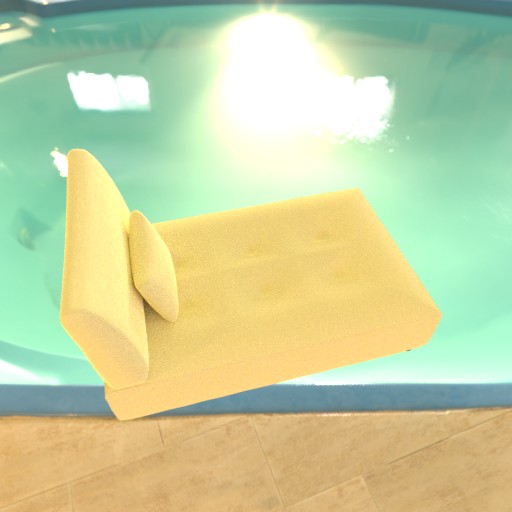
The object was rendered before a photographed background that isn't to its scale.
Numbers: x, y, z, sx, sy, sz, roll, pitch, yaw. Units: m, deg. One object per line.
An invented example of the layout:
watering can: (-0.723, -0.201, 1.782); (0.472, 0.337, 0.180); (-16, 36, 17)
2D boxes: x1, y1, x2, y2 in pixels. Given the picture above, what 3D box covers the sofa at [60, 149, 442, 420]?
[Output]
sofa: (0.000, 0.000, 1.998); (1.450, 0.820, 0.930); (-11, 48, -10)
